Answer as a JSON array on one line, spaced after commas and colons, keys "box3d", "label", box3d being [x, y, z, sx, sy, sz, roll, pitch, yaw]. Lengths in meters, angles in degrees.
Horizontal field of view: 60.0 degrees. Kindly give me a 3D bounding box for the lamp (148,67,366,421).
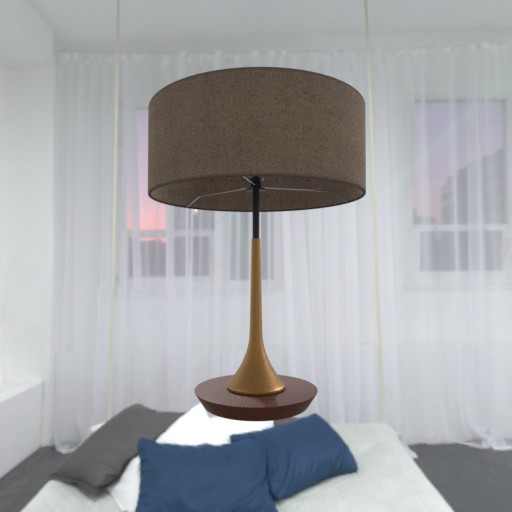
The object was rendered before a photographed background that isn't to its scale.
[{"box3d": [0.000, 0.000, 0.833, 0.396, 0.551, 0.417, 1, -2, -19], "label": "lamp"}]
